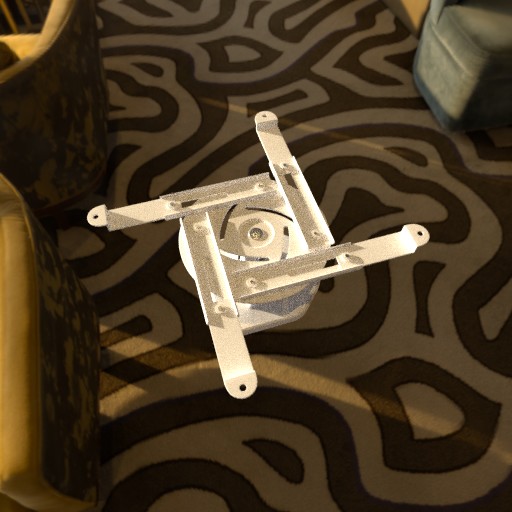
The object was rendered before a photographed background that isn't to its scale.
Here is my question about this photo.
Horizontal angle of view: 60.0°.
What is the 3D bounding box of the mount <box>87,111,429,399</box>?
[{"bbox_3d":[0.000,0.000,0.602,0.394,0.141,0.394,-14,59,-9],"label":"mount"}]
